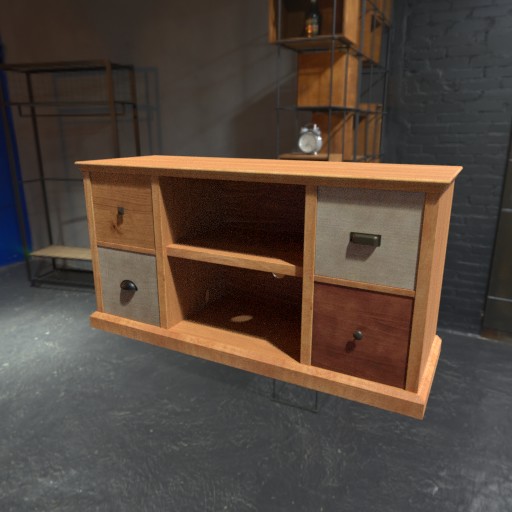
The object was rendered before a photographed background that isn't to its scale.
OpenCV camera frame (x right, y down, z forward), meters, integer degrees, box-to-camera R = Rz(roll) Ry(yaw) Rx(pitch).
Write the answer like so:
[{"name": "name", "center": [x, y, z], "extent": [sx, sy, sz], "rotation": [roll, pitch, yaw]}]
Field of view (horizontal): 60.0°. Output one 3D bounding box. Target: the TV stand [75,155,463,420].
[{"name": "TV stand", "center": [0.000, 0.000, 1.491], "extent": [1.181, 0.607, 0.417], "rotation": [8, 18, 27]}]
